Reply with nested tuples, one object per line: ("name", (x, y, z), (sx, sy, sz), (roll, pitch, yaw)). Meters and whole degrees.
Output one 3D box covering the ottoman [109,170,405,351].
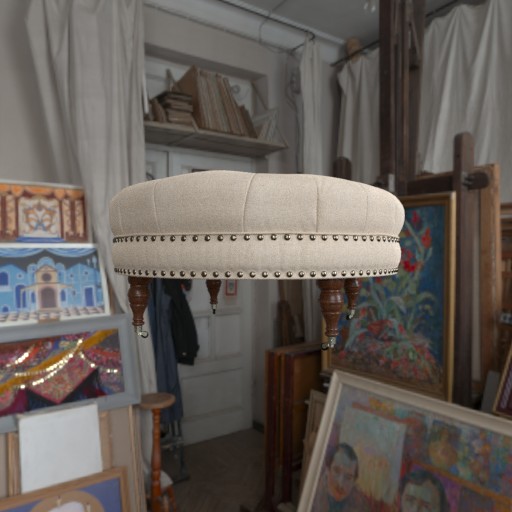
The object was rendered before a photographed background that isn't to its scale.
("ottoman", (0.000, 0.000, 1.480), (0.940, 0.483, 0.940), (0, 0, 0))
